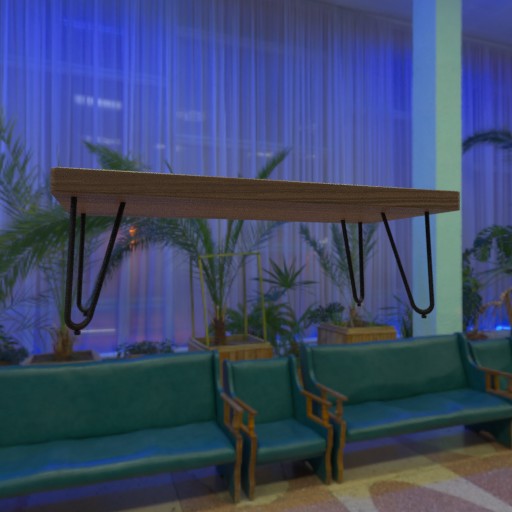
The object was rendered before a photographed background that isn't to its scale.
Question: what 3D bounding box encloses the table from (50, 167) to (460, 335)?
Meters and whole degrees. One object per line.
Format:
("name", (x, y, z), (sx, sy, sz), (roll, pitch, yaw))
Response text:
("table", (0.000, 0.000, 1.697), (1.375, 0.468, 0.637), (0, -1, -18))
